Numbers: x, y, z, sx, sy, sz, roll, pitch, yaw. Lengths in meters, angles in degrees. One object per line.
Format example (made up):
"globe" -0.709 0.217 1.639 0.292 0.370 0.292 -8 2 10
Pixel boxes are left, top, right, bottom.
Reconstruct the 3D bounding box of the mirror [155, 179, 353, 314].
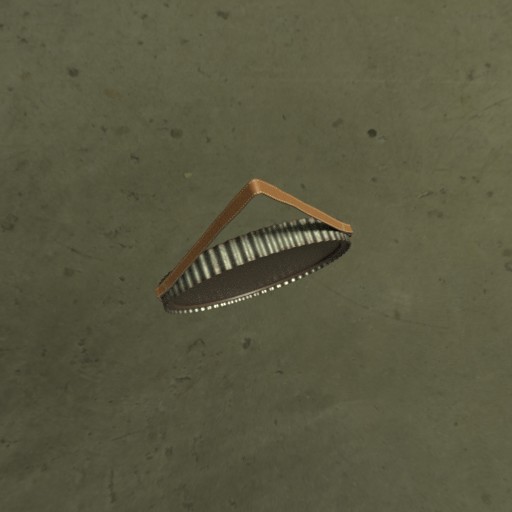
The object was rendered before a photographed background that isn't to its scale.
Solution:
"mirror" 0.000 0.000 0.713 0.355 0.568 0.042 -19 77 -5
